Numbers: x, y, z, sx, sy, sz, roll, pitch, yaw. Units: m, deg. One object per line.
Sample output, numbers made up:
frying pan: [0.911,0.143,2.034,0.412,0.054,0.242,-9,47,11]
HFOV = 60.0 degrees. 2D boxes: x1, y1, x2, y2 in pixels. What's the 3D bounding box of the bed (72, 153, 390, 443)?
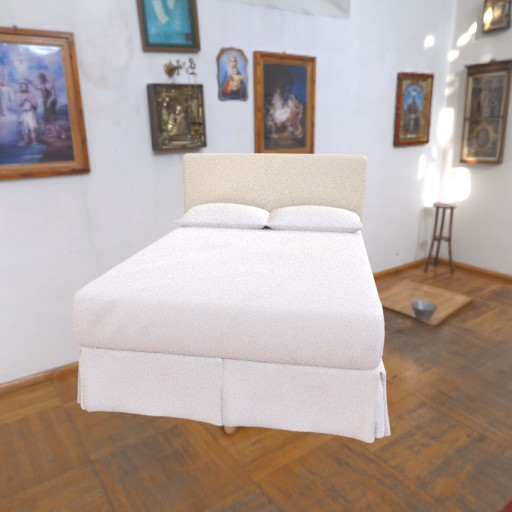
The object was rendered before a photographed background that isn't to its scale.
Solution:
bed: [0.000,0.000,3.157,1.714,1.330,2.147,3,16,9]
